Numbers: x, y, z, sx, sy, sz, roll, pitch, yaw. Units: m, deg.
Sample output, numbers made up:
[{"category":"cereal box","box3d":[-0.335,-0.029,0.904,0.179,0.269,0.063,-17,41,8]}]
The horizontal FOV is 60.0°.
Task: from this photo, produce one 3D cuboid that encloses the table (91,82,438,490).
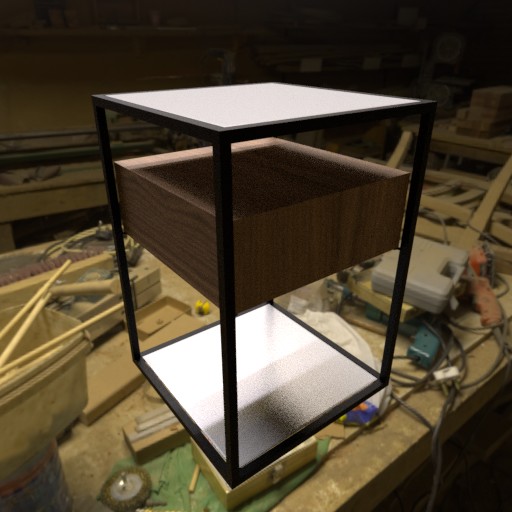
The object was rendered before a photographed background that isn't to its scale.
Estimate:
[{"category":"table","box3d":[0.000,0.000,0.798,0.378,0.540,0.378,-19,32,-33]}]
